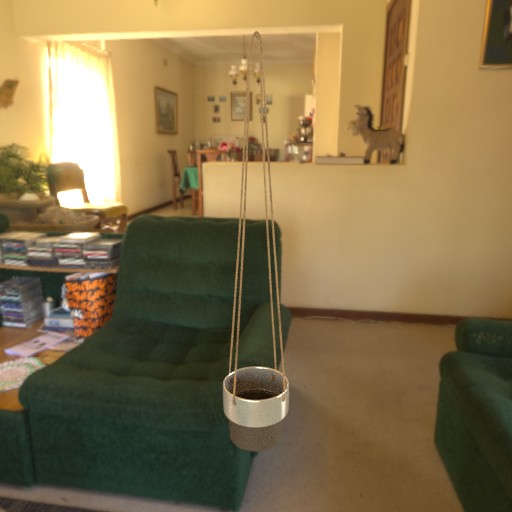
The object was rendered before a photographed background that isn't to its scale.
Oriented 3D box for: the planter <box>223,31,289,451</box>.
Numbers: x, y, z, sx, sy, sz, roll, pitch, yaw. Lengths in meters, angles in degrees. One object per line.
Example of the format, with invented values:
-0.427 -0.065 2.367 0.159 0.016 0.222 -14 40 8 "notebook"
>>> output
0.000 0.000 1.160 0.187 1.073 0.187 -2 14 -8 "planter"
